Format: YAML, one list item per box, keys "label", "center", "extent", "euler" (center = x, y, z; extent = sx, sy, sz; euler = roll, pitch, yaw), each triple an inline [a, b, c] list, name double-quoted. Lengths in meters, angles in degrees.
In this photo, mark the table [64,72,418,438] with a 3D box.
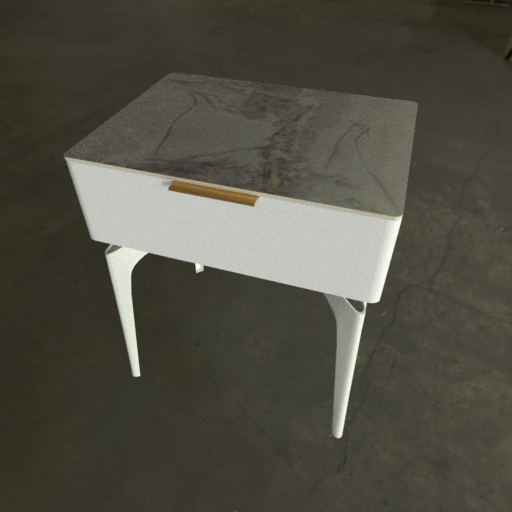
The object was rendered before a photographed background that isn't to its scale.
- label: "table"
  center: [0.000, 0.000, 0.925]
  extent: [0.500, 0.570, 0.400]
  euler: [12, 43, 13]
